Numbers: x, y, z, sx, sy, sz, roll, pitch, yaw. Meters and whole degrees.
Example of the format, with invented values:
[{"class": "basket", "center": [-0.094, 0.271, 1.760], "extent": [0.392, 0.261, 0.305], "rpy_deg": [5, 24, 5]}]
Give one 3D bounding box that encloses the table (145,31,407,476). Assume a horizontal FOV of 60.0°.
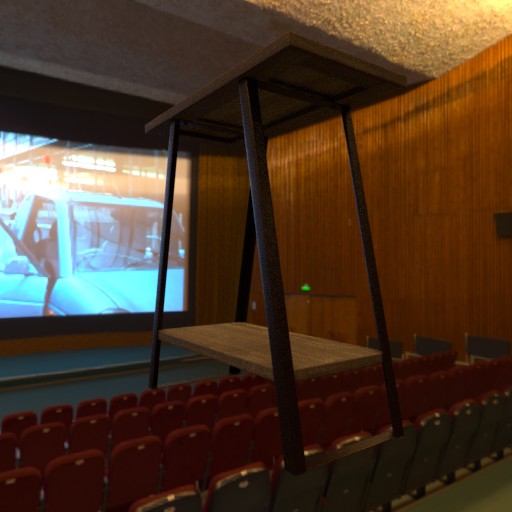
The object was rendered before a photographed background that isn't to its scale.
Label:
[{"class": "table", "center": [0.000, 0.000, 1.021], "extent": [0.300, 0.701, 0.599], "rpy_deg": [0, -1, -36]}]
